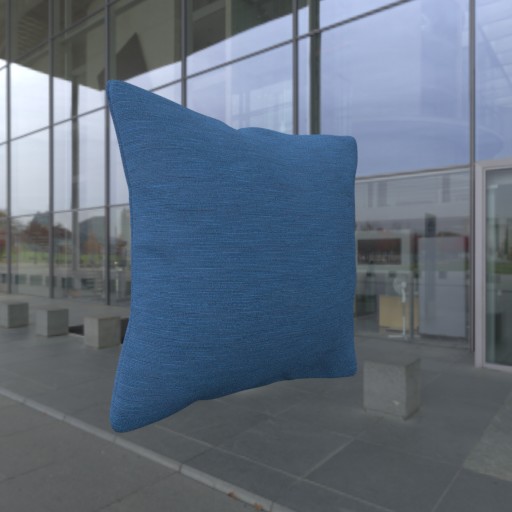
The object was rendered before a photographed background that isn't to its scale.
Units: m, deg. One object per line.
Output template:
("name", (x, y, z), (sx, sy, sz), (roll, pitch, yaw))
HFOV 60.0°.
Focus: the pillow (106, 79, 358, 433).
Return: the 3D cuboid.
("pillow", (0.000, 0.000, 0.651), (0.437, 0.420, 0.177), (0, 0, -37))
